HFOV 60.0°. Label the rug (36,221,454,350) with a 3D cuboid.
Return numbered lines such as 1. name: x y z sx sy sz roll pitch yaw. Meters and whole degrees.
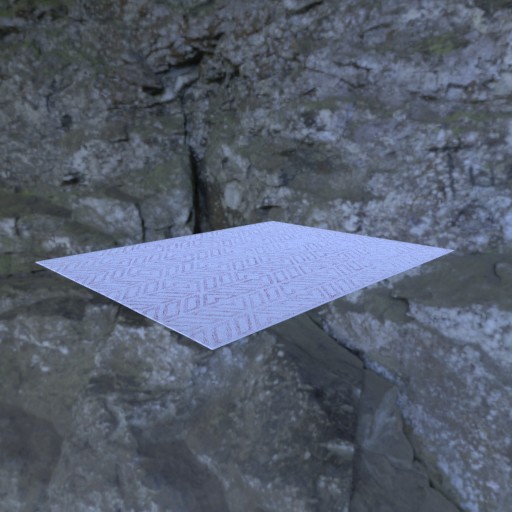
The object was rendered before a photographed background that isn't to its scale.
1. rug: 0.000 0.000 4.100 2.421 0.008 3.045 14 20 43
